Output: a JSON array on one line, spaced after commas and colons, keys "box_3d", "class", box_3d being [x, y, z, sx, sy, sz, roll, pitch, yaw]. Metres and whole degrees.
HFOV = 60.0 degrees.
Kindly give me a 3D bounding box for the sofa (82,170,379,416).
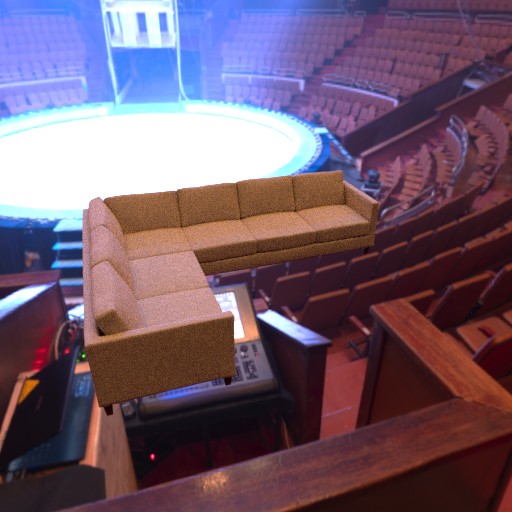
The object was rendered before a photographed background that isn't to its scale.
[{"box_3d": [0.000, 0.000, 4.407, 3.182, 0.863, 2.432, -10, 30, -17], "class": "sofa"}]
